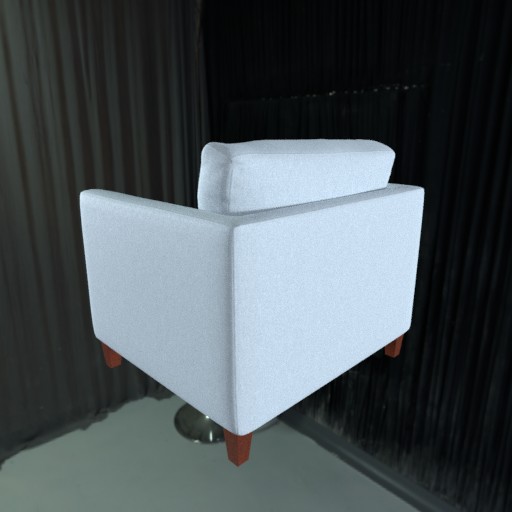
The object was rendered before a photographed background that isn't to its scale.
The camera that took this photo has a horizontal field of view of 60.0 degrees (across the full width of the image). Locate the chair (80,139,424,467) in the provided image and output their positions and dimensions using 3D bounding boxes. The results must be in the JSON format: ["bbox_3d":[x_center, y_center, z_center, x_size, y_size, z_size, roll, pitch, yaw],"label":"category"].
[{"bbox_3d":[0.000,0.000,1.863,1.107,0.961,0.953,-15,22,-42],"label":"chair"}]
